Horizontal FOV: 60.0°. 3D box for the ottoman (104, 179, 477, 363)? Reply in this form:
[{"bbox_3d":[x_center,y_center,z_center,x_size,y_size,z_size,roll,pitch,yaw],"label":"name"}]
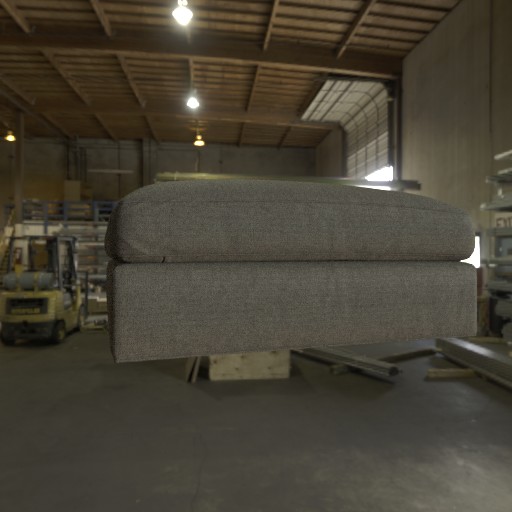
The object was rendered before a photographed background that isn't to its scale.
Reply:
[{"bbox_3d":[0.000,0.000,1.610,1.041,0.470,1.041,0,0,-19],"label":"ottoman"}]
